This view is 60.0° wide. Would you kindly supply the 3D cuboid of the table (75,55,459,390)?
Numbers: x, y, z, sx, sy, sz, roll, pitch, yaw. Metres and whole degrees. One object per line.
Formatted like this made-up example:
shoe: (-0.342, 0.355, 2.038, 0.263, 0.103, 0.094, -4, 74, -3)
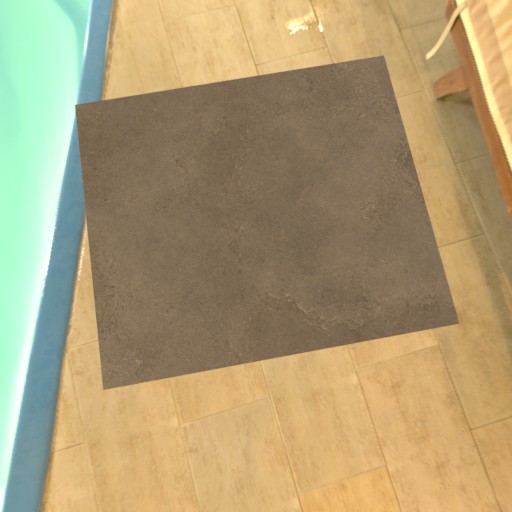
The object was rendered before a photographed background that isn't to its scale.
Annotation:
table: (0.000, 0.000, 1.551, 0.800, 1.020, 0.700, -10, 77, -2)
